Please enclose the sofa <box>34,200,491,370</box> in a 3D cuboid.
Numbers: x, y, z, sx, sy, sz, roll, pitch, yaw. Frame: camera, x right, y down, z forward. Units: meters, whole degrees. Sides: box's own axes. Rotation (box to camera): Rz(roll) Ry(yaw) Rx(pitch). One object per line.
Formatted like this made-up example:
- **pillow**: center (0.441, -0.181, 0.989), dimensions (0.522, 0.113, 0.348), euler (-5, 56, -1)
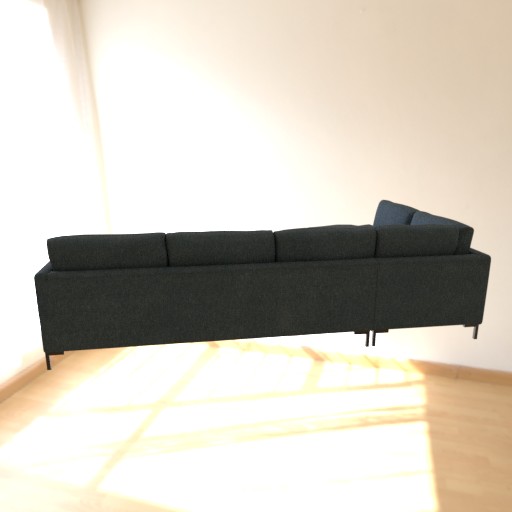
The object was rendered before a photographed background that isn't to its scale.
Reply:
- **sofa**: center (0.000, 0.000, 3.747), dimensions (2.949, 0.815, 2.007), euler (-2, 15, -8)
